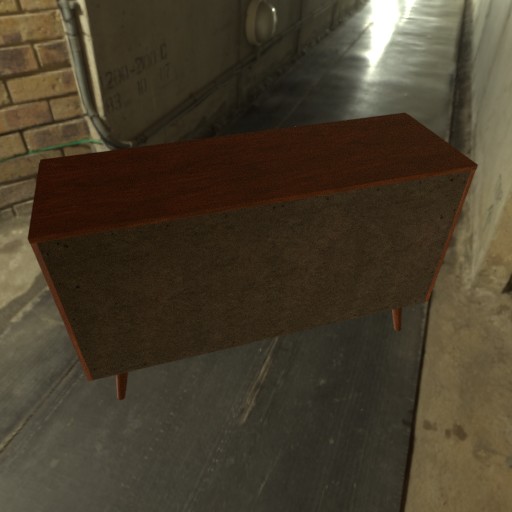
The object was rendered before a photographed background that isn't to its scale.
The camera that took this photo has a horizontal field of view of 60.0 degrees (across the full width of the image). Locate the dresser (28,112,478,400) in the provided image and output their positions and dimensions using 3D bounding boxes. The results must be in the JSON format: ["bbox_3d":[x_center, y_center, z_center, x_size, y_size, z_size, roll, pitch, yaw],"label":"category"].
[{"bbox_3d":[0.000,0.000,1.862,1.472,0.889,0.500,-11,42,-13],"label":"dresser"}]
